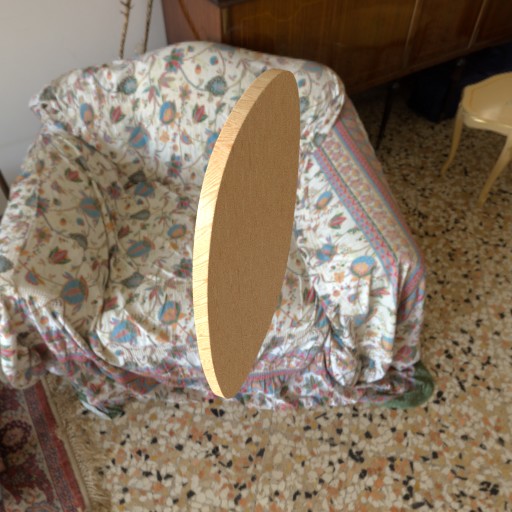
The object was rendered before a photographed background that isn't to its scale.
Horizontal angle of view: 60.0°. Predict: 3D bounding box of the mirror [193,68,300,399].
[{"bbox_3d":[0.000,0.000,1.358,0.037,1.075,0.724,16,49,14],"label":"mirror"}]
